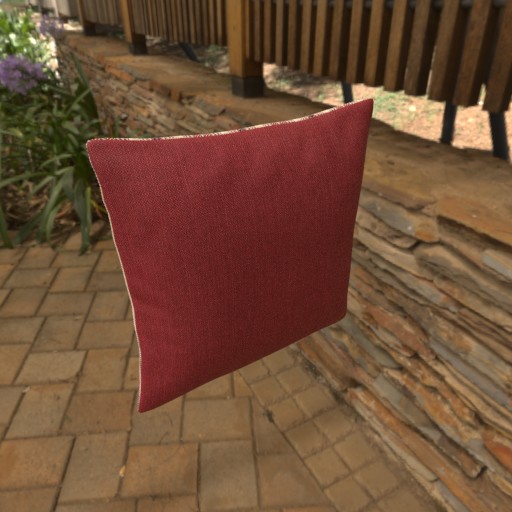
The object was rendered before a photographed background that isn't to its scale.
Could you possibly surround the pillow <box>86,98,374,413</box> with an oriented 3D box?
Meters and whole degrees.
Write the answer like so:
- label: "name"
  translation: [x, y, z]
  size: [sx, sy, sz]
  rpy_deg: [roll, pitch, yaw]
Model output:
- label: "pillow"
  translation: [0.000, 0.000, 0.798]
  size: [0.513, 0.497, 0.166]
  rpy_deg: [-19, 35, -29]
